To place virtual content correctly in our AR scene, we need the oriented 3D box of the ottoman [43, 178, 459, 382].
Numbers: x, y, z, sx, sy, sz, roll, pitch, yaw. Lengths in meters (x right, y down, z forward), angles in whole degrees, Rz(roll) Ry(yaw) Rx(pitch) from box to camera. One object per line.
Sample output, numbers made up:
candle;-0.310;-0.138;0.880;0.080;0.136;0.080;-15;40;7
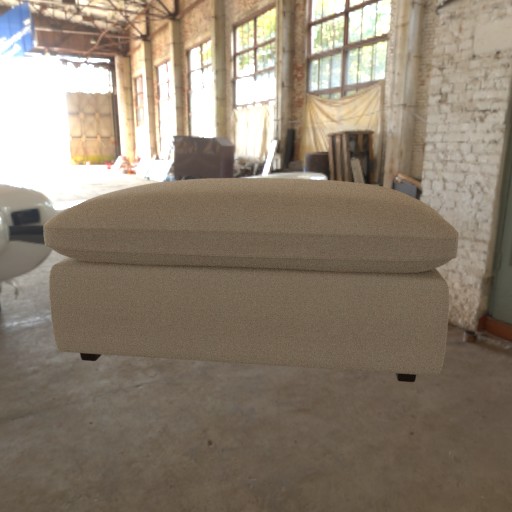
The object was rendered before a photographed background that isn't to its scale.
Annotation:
ottoman;0.000;0.000;1.339;0.984;0.453;0.686;2;14;7
